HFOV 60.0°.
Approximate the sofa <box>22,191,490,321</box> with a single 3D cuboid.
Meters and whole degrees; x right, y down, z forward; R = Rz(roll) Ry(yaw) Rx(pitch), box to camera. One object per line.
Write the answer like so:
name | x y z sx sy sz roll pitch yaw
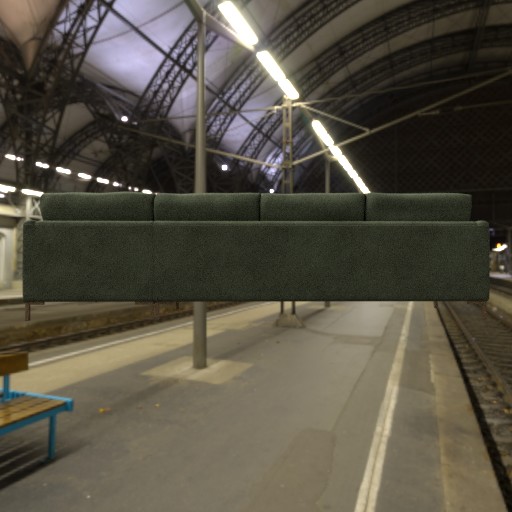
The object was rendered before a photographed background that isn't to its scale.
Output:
sofa | 0.000 0.000 3.150 2.725 0.756 1.255 0 -1 -1
